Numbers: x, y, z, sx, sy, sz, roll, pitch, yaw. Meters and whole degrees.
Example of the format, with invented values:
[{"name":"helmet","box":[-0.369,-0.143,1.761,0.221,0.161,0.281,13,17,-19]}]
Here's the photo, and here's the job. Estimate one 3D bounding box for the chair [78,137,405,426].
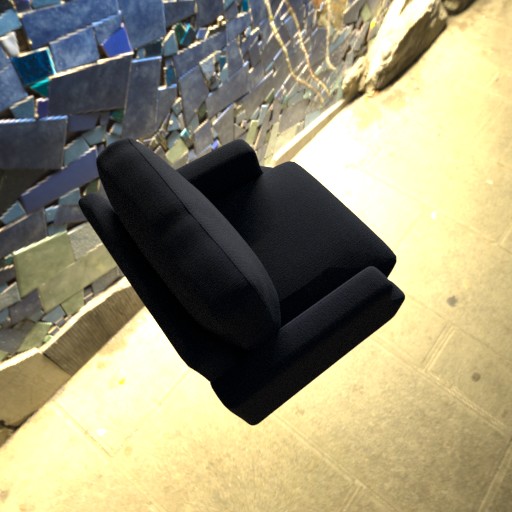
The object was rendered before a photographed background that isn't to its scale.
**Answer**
[{"name":"chair","box":[0.000,0.000,1.631,0.897,0.991,0.855,-32,63,-19]}]
